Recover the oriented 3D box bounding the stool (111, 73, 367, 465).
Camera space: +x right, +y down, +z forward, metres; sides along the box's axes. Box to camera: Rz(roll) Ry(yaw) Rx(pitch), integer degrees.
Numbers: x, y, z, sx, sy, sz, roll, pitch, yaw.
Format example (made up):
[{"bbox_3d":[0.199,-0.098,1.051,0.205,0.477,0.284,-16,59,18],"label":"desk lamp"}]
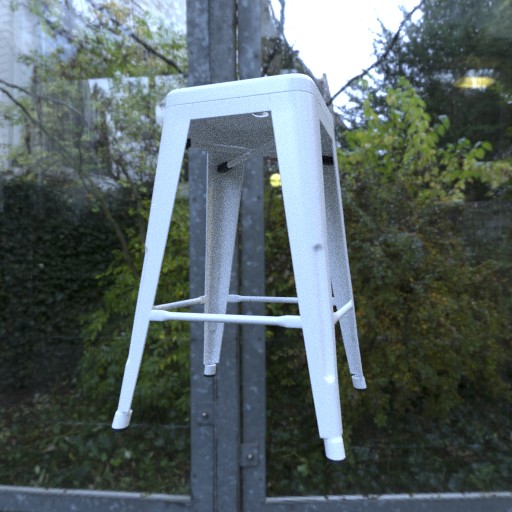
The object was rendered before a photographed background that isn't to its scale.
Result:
[{"bbox_3d":[0.000,0.000,0.898,0.406,0.610,0.406,0,0,19],"label":"stool"}]
